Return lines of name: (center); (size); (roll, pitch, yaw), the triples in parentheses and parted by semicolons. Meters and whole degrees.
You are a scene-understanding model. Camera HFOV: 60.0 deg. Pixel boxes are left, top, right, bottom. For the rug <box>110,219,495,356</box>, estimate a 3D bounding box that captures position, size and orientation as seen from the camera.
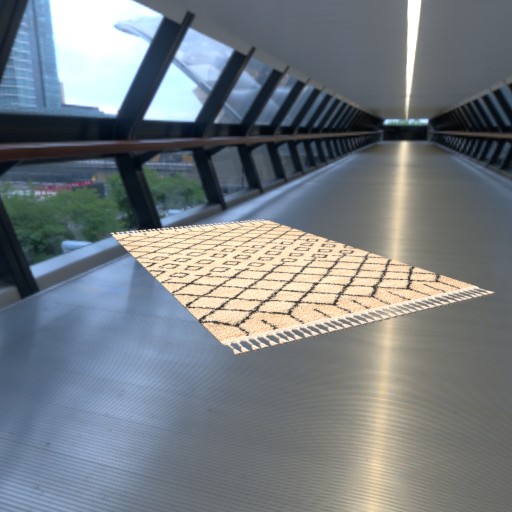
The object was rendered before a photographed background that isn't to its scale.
rug: (0.000, 0.000, 2.427); (1.196, 0.008, 2.006); (-7, 16, -27)
